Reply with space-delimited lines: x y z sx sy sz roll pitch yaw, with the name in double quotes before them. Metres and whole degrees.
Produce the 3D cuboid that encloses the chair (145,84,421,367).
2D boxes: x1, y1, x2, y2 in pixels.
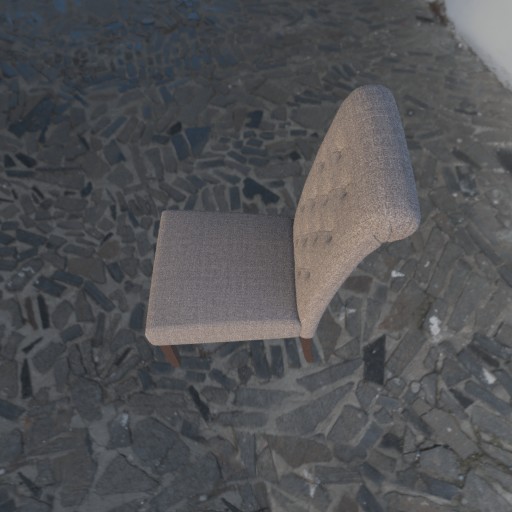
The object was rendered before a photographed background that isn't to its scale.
"chair" 0.000 0.000 1.379 0.671 1.006 0.456 0 59 0
